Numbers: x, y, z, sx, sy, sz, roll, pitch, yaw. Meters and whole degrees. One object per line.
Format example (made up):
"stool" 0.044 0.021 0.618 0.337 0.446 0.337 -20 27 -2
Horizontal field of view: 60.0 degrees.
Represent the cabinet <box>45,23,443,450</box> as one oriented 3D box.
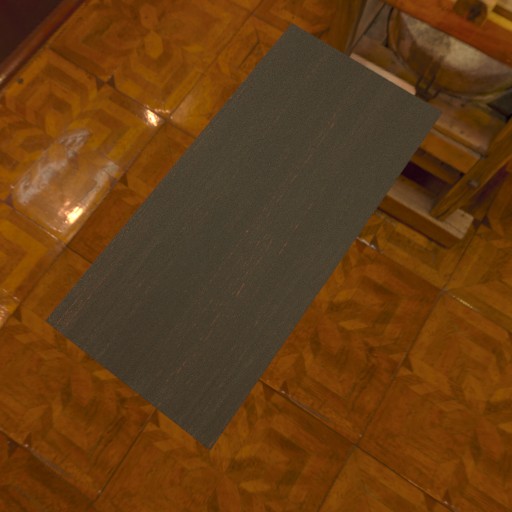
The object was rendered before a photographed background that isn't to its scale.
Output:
"cabinet" 0.000 0.000 1.443 0.451 0.860 0.950 35 78 8
